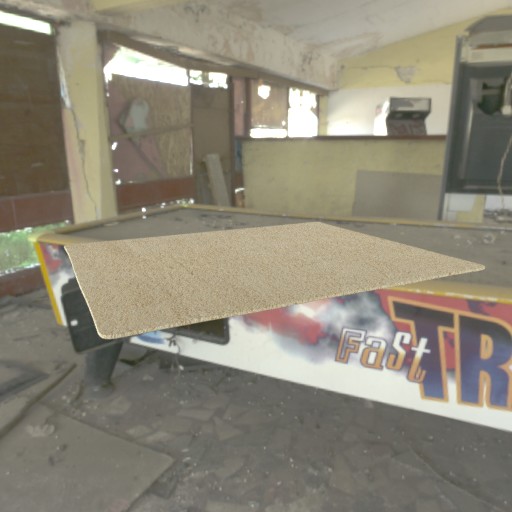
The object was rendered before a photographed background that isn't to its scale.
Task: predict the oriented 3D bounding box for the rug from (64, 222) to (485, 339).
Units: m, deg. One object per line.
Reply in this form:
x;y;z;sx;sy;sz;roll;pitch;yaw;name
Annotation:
0.000;0.000;3.959;3.001;0.025;2.401;-7;16;-26;rug
